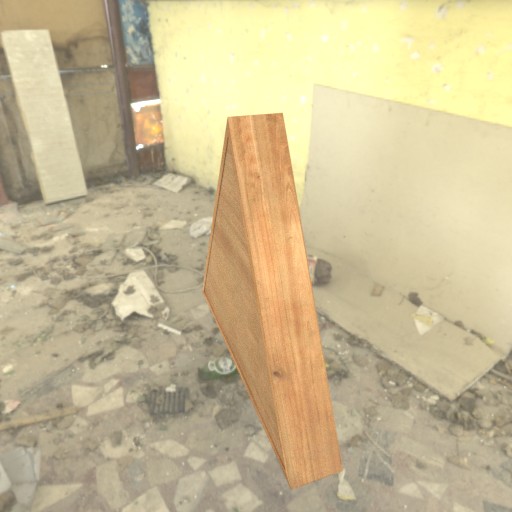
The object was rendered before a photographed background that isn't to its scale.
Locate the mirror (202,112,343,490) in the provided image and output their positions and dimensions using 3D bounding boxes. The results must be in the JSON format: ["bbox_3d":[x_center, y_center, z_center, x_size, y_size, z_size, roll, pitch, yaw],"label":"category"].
[{"bbox_3d":[0.000,0.000,0.883,0.100,0.548,0.631,-10,31,-17],"label":"mirror"}]
